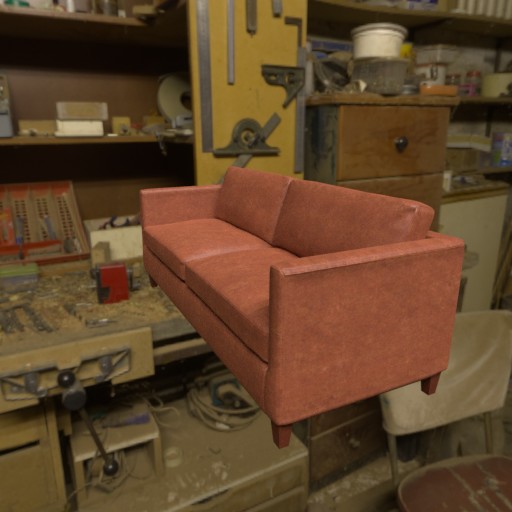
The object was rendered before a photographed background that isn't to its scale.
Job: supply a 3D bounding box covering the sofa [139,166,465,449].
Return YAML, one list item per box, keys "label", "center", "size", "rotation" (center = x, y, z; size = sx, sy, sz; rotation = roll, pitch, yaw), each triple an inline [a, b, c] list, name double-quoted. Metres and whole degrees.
- label: "sofa"
  center: [0.000, 0.000, 2.711]
  size: [0.950, 0.932, 2.204]
  rotation: [-8, 18, -25]
